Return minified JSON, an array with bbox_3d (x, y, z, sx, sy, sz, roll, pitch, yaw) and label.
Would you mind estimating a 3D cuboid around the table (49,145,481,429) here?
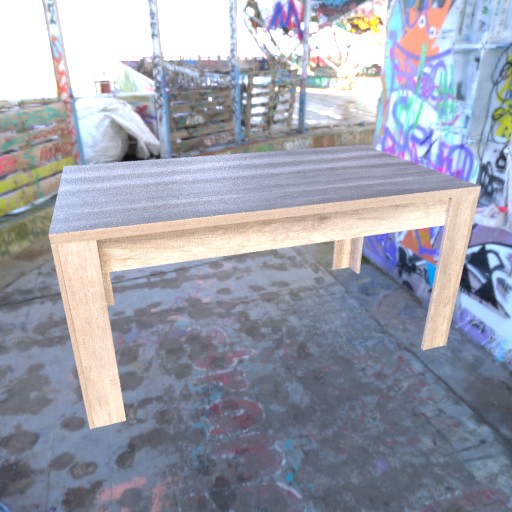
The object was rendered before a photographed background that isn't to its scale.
[{"bbox_3d":[0.000,0.000,2.093,1.600,0.775,0.900,-8,26,-17],"label":"table"}]
